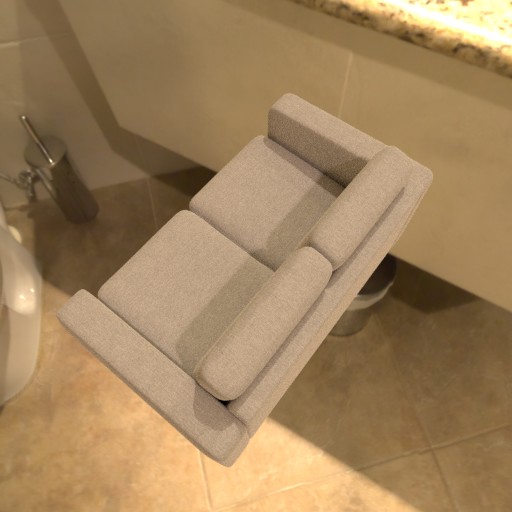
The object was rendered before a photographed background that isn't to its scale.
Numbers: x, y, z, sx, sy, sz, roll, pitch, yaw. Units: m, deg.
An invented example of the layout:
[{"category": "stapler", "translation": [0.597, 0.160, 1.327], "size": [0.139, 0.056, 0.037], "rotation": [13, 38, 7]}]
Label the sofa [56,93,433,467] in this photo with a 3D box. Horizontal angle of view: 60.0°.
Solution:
[{"category": "sofa", "translation": [0.000, 0.000, 2.028], "size": [0.900, 0.800, 1.540], "rotation": [35, 68, 16]}]
